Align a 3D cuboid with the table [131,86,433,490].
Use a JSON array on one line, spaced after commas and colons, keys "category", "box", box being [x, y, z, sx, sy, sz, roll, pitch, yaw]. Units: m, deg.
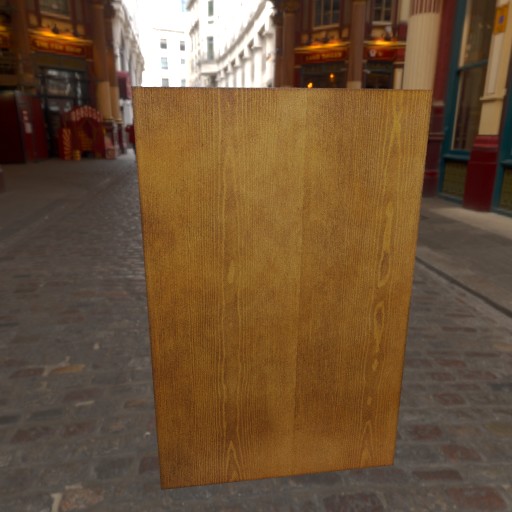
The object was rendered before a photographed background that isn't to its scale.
[{"category": "table", "box": [0.000, 0.000, 0.910, 0.400, 0.605, 0.550, -2, 16, -8]}]
